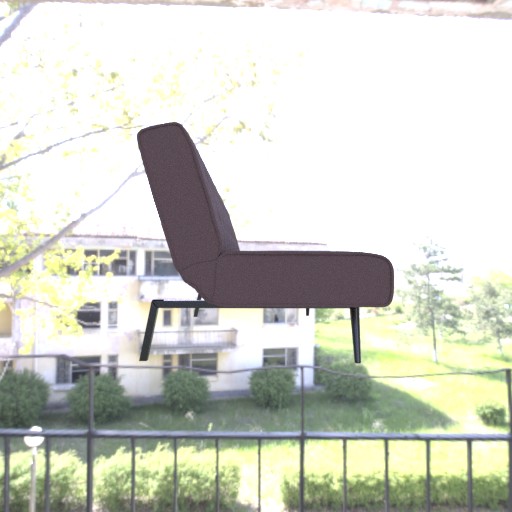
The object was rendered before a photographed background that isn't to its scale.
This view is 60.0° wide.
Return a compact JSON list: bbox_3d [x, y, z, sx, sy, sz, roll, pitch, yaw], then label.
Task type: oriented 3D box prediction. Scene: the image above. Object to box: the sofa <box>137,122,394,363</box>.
[{"bbox_3d":[0.000,0.000,2.048,0.747,0.699,1.703,0,-1,0],"label":"sofa"}]
